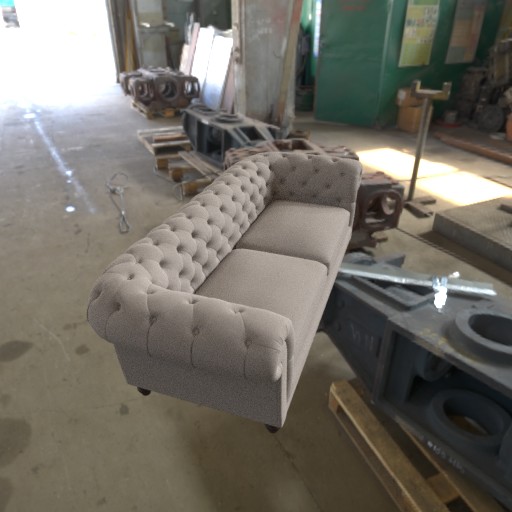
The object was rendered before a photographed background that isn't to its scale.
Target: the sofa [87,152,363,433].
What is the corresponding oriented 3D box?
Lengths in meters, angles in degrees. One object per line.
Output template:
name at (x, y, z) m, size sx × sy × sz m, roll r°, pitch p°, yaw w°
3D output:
sofa at (0.000, 0.000, 2.836) m, size 0.991 × 0.749 × 2.411 m, roll 10°, pitch 31°, yaw 17°
